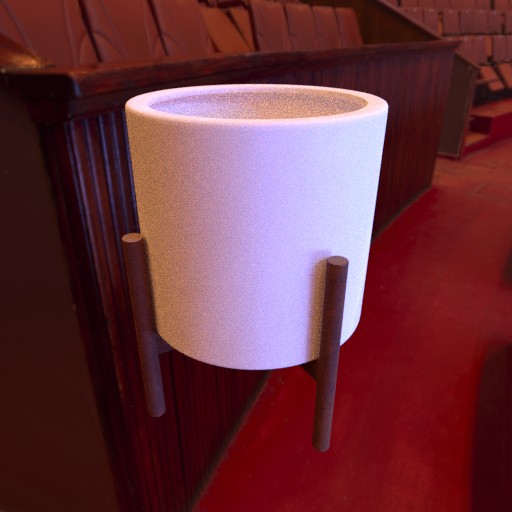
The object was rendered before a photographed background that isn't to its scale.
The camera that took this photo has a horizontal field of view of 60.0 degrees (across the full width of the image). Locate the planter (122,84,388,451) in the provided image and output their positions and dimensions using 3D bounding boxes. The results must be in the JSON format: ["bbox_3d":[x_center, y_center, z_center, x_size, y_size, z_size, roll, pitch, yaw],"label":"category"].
[{"bbox_3d":[0.000,0.000,0.860,0.420,0.581,0.421,8,28,15],"label":"planter"}]
